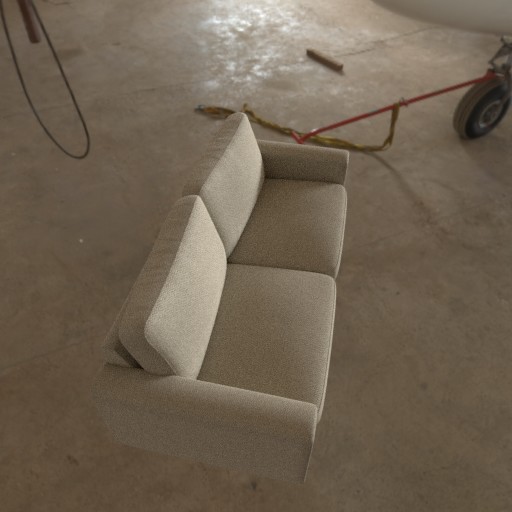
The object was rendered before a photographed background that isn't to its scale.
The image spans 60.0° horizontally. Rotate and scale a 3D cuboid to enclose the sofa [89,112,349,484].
[{"bbox_3d":[0.000,0.000,2.660,1.016,0.873,2.179,9,46,8],"label":"sofa"}]
